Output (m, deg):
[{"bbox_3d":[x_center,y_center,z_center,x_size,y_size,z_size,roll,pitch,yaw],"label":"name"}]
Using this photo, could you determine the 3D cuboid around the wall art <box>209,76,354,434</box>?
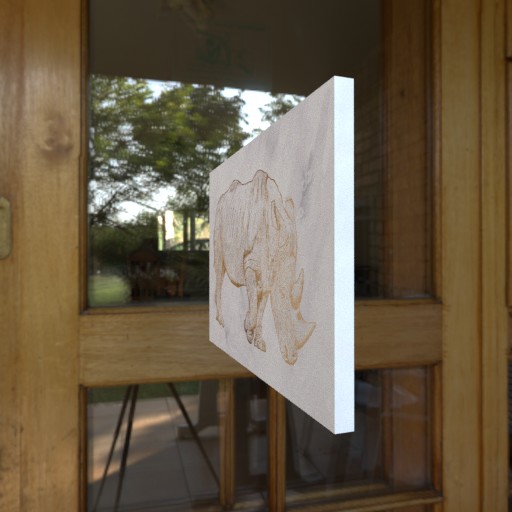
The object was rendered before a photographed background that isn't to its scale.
[{"bbox_3d":[0.000,0.000,1.193,0.038,0.610,0.915,0,0,-19],"label":"wall art"}]
